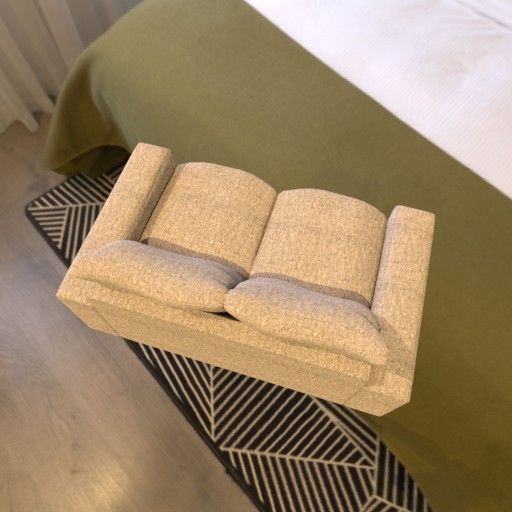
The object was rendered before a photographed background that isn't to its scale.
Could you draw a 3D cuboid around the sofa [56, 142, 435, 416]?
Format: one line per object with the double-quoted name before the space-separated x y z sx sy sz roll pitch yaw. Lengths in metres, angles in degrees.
"sofa" 0.000 0.000 2.400 1.758 0.877 1.094 15 64 8
